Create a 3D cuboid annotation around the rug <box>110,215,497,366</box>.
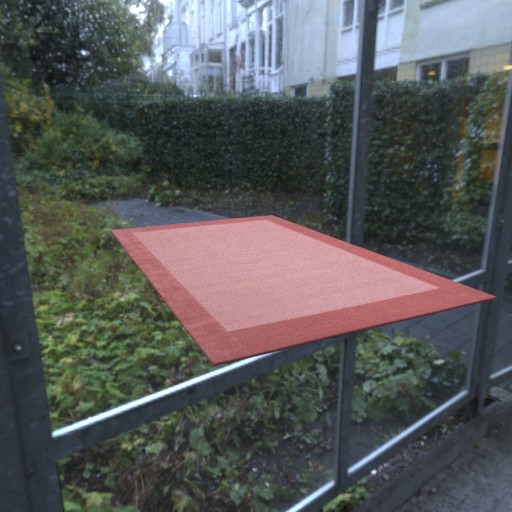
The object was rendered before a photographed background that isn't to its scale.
[{"bbox_3d":[0.000,0.000,2.971,1.524,0.014,2.438,-8,18,-25],"label":"rug"}]
